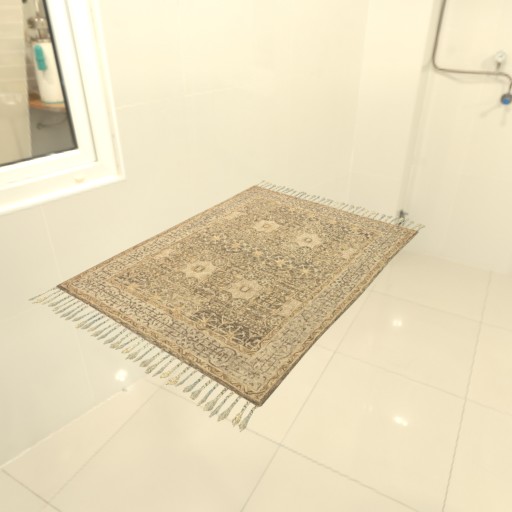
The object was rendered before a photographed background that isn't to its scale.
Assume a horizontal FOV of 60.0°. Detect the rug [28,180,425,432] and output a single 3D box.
[{"bbox_3d":[0.000,0.000,3.111,1.619,0.023,2.465,21,37,31],"label":"rug"}]
